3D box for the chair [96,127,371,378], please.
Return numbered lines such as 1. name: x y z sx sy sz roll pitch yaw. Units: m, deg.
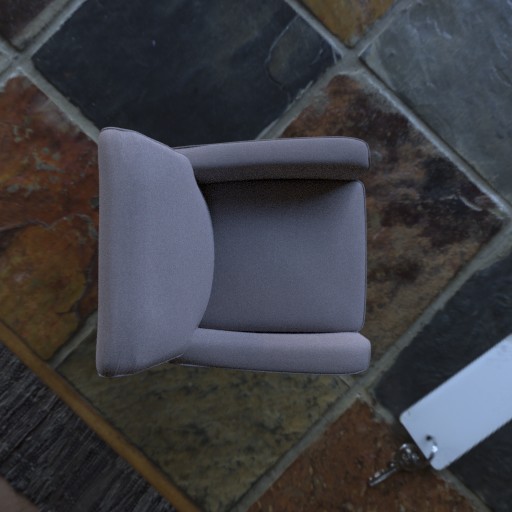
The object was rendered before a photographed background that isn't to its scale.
1. chair: 0.000 0.000 1.656 0.859 1.023 0.845 0 89 1
